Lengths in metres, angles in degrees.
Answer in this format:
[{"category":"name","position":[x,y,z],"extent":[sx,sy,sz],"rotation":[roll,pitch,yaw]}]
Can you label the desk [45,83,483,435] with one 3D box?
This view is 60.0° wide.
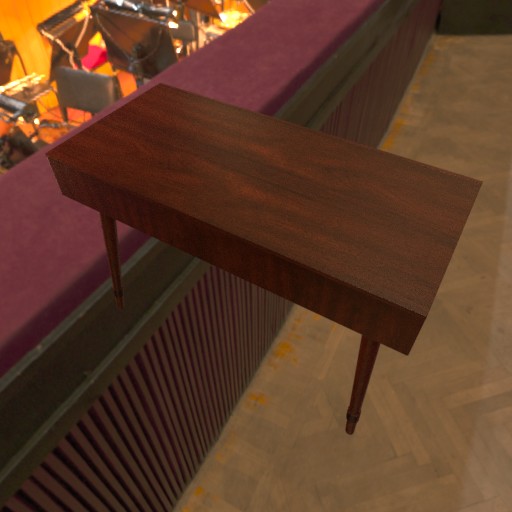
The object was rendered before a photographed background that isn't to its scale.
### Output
[{"category":"desk","position":[0.000,0.000,2.127],"extent":[1.577,1.031,0.734],"rotation":[24,51,21]}]
